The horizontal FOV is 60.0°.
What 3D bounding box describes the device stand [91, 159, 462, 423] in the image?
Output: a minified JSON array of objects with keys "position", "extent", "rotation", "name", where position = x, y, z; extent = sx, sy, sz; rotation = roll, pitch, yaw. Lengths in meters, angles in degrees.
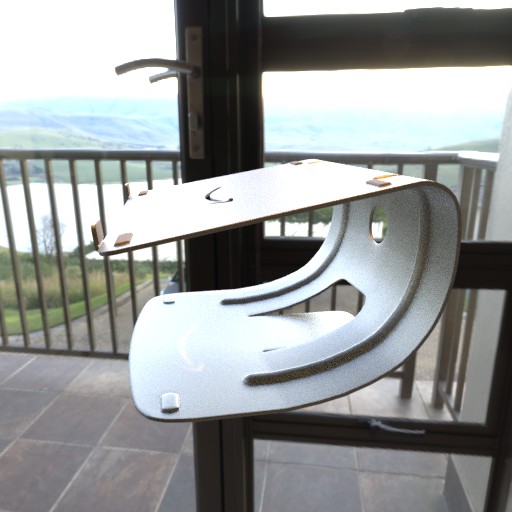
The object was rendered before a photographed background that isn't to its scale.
[{"position":[0.000,0.000,0.397],"extent":[0.236,0.155,0.256],"rotation":[-3,16,-10],"name":"device stand"}]
